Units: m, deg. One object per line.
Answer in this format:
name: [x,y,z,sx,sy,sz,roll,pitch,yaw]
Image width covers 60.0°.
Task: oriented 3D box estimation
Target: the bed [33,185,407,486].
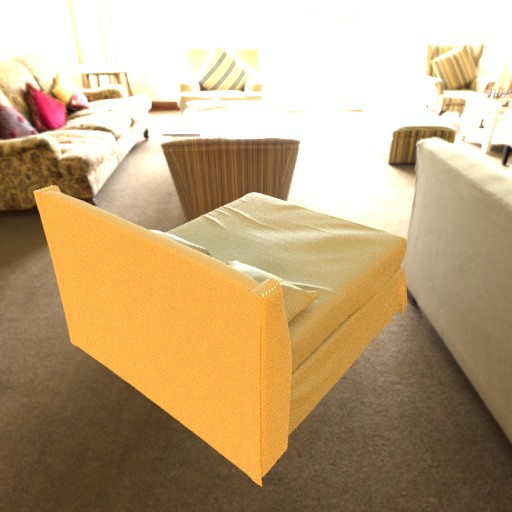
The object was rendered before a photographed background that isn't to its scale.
bed: [0.000,0.000,3.417,1.925,1.332,2.276,22,37,33]
